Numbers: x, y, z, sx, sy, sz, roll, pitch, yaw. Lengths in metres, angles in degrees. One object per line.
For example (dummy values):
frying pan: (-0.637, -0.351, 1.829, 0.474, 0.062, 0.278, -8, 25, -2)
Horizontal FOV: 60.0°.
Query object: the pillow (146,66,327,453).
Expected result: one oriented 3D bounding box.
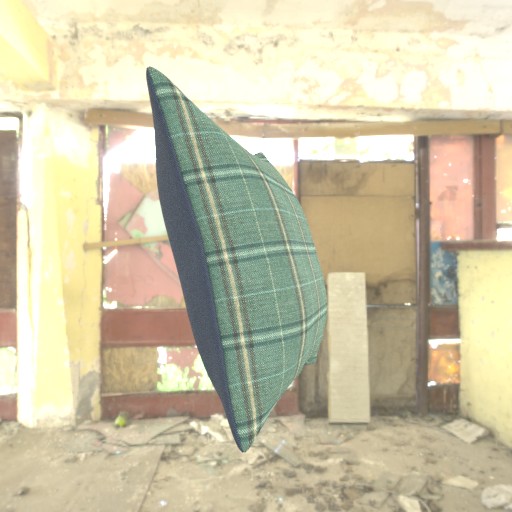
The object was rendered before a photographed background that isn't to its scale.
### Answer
pillow: (0.000, 0.000, 0.694, 0.200, 0.430, 0.453, 0, 0, 17)
